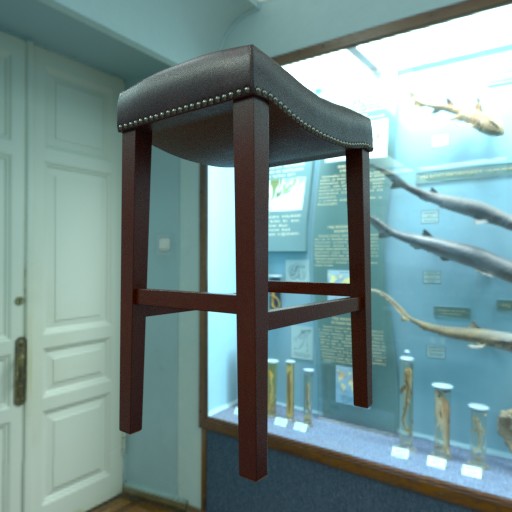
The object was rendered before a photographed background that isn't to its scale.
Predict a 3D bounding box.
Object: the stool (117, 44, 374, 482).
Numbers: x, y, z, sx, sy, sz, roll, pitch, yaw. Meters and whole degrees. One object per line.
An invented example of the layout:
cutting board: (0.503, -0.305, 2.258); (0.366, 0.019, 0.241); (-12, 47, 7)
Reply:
stool: (0.000, 0.000, 1.021); (0.372, 0.742, 0.504); (0, -1, 37)
